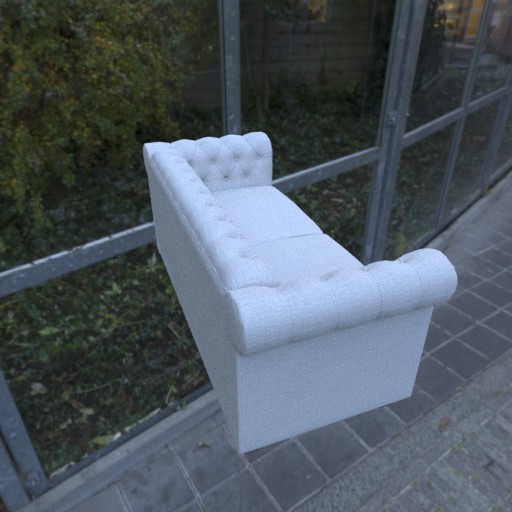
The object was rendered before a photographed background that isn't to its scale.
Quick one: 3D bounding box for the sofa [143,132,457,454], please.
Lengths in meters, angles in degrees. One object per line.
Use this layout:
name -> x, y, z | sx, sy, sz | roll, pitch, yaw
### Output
sofa -> 0.000, 0.000, 2.225 | 0.783, 0.797, 1.798 | -11, 32, -18
